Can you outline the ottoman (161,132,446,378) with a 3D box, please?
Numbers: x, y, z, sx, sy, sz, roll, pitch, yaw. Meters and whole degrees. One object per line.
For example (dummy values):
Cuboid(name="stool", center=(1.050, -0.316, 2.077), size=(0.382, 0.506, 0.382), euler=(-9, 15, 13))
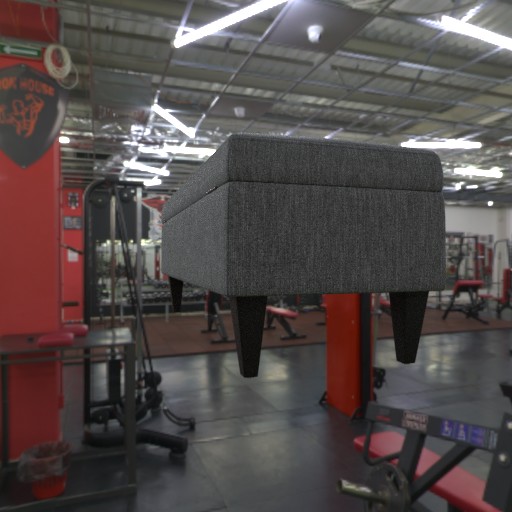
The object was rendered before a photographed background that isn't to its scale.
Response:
Cuboid(name="ottoman", center=(0.000, 0.000, 1.396), size=(0.482, 0.469, 1.151), euler=(0, 0, -18))
